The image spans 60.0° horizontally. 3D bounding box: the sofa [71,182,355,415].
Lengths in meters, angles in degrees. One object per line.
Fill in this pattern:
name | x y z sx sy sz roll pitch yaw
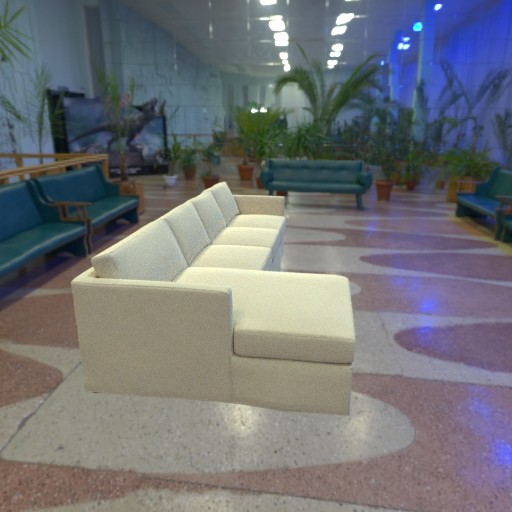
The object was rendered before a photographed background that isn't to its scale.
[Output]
sofa | 0.000 0.000 3.947 1.650 0.922 3.205 3 17 9
